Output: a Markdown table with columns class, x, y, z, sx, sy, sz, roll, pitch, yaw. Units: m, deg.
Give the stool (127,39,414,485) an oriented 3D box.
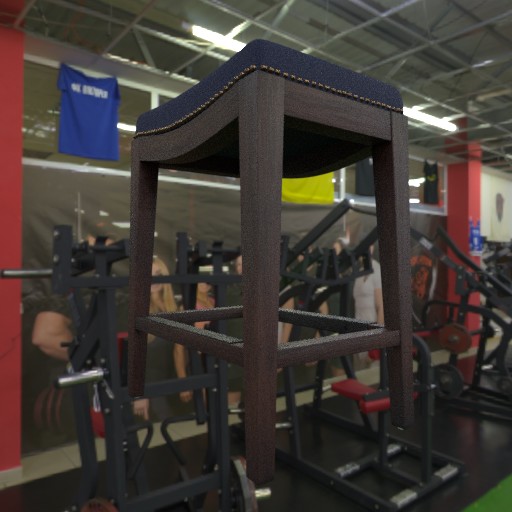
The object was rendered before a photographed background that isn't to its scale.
| class | x | y | z | sx | sy | sz | roll | pitch | yaw |
| --- | --- | --- | --- | --- | --- | --- | --- | --- | --- |
| stool | 0.000 | 0.000 | 0.915 | 0.361 | 0.642 | 0.500 | 0 | 0 | -36 |
